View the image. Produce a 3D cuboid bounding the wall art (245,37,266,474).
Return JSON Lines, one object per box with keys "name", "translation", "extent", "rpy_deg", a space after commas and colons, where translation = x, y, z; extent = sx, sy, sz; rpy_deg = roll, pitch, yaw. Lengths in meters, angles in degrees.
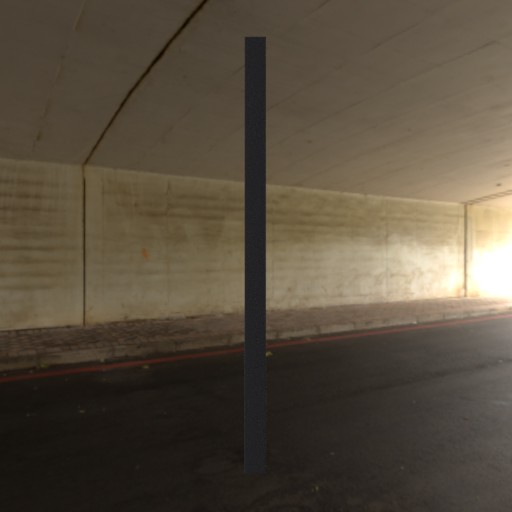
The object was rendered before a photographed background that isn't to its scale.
{"name": "wall art", "translation": [0.000, 0.000, 1.152], "extent": [0.037, 0.760, 0.762], "rpy_deg": [0, 0, 0]}
